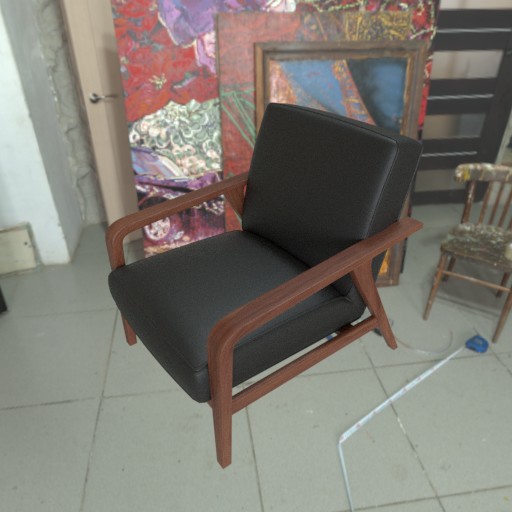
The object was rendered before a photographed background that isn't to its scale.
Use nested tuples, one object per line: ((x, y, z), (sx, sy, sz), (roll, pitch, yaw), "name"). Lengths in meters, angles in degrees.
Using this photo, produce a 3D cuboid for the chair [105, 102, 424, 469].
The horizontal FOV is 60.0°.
((0.000, 0.000, 1.521), (0.889, 0.861, 0.719), (-22, 39, -31), "chair")
